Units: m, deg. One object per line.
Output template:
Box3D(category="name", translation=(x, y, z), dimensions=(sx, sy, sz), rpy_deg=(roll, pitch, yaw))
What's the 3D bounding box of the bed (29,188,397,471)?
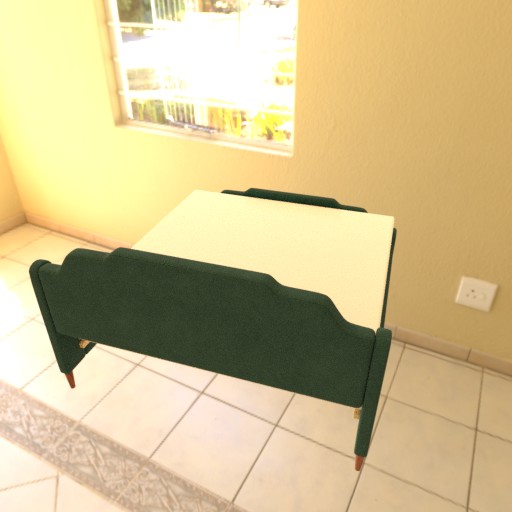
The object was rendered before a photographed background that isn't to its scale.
Box3D(category="bed", translation=(0.000, 0.000, 3.472), dimensions=(2.074, 1.245, 2.340), rpy_deg=(10, 33, 15))
